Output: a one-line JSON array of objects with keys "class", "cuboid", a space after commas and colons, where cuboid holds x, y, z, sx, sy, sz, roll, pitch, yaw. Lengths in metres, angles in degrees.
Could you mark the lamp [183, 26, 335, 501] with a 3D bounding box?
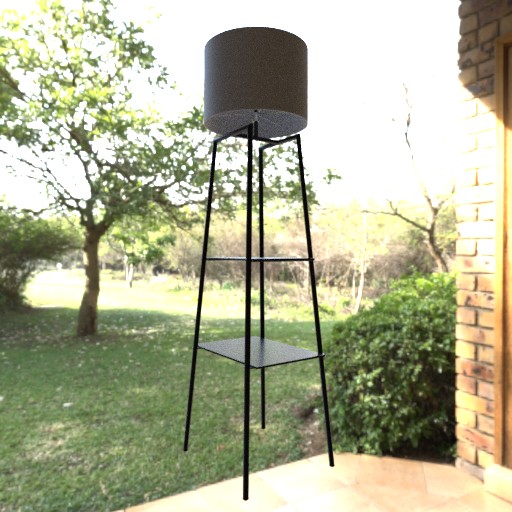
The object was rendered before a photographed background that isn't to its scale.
[{"class": "lamp", "cuboid": [0.000, 0.000, 1.609, 0.384, 1.474, 0.427, 0, 1, -35]}]
